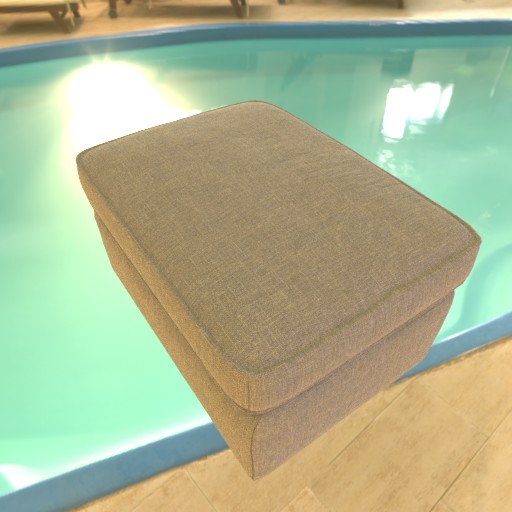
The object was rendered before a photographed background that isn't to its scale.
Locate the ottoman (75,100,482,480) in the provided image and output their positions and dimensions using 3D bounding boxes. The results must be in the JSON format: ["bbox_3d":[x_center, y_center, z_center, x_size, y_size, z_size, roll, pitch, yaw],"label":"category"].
[{"bbox_3d":[0.000,0.000,1.053,0.559,0.457,0.762,-26,49,-25],"label":"ottoman"}]
